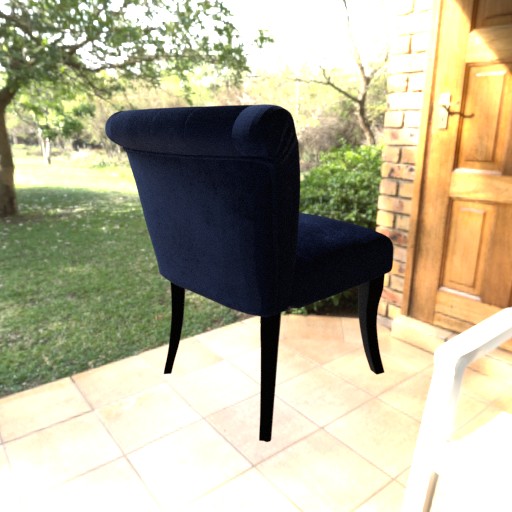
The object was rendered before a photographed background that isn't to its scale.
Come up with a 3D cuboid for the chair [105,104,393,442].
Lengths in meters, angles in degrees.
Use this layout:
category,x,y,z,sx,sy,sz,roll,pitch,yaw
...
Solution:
category,x,y,z,sx,sy,sz,roll,pitch,yaw
chair,0.000,0.000,1.205,0.606,0.753,0.585,-15,22,-42
